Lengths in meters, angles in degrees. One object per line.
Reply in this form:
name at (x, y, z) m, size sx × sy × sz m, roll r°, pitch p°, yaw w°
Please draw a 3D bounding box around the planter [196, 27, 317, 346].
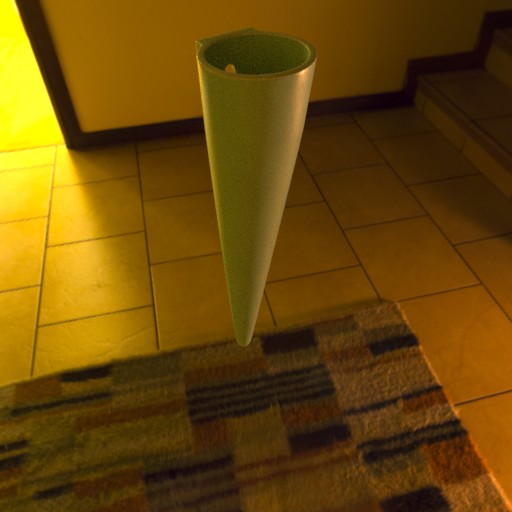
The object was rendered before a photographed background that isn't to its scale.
planter at (0.000, 0.000, 0.296) m, size 0.054 × 0.268 × 0.055 m, roll -26°, pitch 52°, yaw -23°
